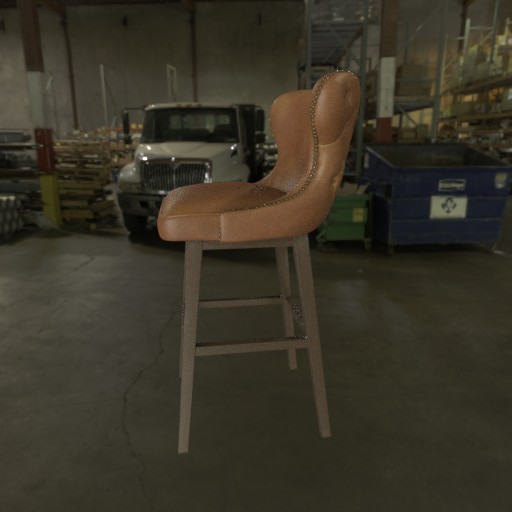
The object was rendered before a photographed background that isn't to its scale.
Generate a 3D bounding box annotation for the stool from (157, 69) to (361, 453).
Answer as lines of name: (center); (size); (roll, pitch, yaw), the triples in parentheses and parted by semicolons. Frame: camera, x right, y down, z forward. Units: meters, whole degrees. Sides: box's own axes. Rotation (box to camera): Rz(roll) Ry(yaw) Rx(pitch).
stool: (0.000, 0.000, 1.463); (0.606, 1.087, 0.591); (-2, 15, -9)
